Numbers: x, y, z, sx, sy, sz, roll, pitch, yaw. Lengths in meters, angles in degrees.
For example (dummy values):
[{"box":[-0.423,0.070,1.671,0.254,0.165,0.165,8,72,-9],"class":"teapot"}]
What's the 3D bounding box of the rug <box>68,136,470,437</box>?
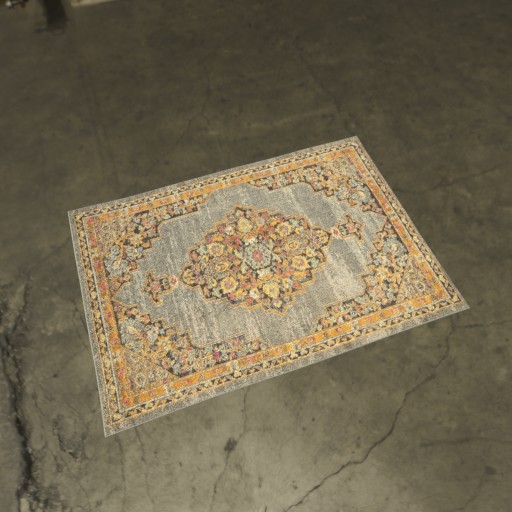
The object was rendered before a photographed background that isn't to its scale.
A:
[{"box":[0.000,0.000,3.977,3.063,0.024,2.158,-17,60,-10],"class":"rug"}]
